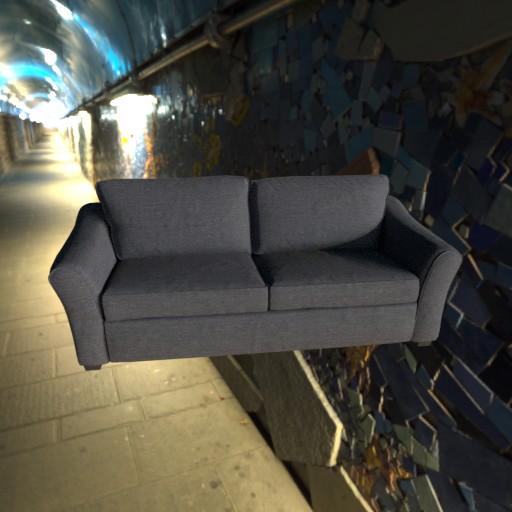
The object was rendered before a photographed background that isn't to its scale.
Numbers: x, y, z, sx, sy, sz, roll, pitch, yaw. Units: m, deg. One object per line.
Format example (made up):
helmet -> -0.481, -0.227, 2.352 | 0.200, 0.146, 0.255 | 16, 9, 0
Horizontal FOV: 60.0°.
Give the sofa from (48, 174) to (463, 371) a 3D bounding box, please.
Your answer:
sofa -> 0.000, 0.000, 2.799 | 2.270, 0.950, 0.971 | -2, 17, -8
